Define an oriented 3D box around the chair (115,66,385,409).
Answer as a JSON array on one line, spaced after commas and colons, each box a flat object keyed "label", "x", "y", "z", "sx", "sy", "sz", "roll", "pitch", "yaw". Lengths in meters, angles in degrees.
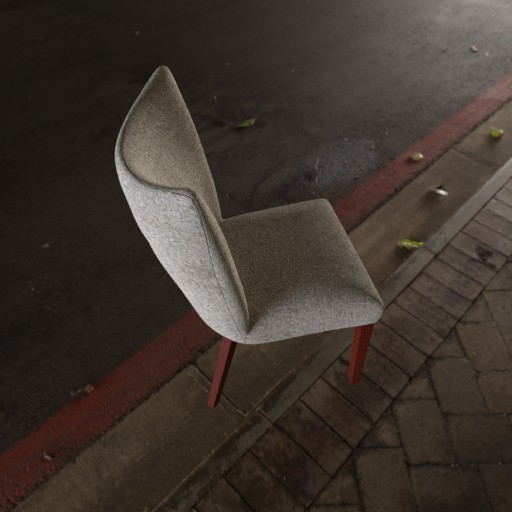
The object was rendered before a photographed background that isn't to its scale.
[{"label": "chair", "x": 0.000, "y": 0.000, "z": 1.282, "sx": 0.623, "sy": 0.924, "sz": 0.535, "roll": -10, "pitch": 48, "yaw": -9}]
